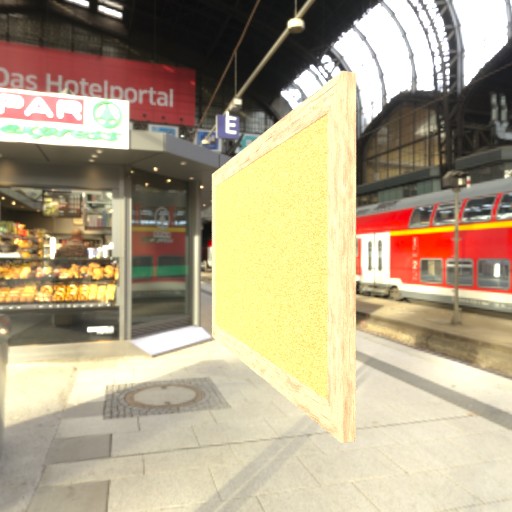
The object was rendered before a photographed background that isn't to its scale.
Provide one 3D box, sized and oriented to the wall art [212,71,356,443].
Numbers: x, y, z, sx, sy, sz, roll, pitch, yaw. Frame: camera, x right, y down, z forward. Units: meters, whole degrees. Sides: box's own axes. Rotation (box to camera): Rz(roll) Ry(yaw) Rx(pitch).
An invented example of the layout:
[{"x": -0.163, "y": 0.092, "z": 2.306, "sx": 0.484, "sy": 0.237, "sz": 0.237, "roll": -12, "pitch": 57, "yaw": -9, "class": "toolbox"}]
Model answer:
[{"x": 0.000, "y": 0.000, "z": 0.943, "sx": 0.021, "sy": 0.480, "sz": 0.780, "roll": 0, "pitch": 0, "yaw": -18, "class": "wall art"}]
